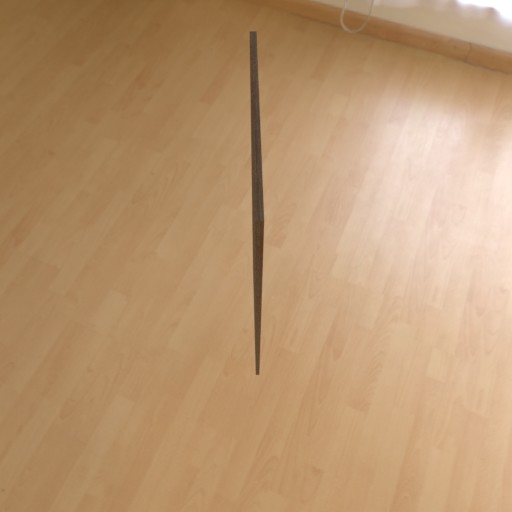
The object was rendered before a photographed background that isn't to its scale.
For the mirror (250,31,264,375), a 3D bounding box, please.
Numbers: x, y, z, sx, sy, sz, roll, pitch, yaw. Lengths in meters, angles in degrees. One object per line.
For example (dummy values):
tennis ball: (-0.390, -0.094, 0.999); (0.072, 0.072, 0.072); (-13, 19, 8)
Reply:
mirror: (0.000, 0.000, 2.345); (0.025, 2.032, 0.812); (-1, 63, -1)
